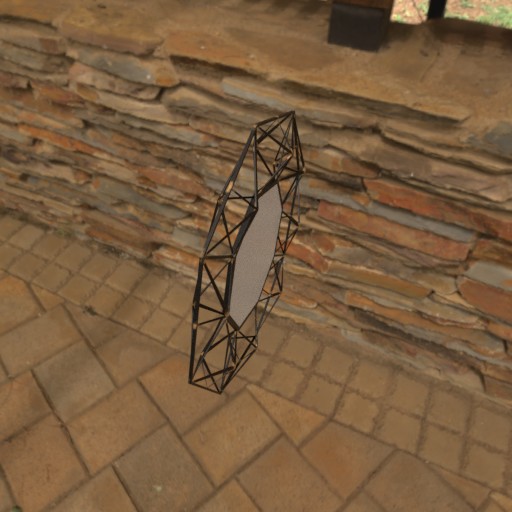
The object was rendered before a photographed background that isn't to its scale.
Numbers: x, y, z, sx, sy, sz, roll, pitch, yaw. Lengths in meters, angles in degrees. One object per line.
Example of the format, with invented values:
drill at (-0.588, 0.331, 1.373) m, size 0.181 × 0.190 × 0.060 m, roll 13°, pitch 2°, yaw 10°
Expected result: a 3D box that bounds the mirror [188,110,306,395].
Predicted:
mirror at (0.000, 0.000, 1.070) m, size 0.094 × 0.710 × 0.710 m, roll 16°, pitch 49°, yaw 14°
